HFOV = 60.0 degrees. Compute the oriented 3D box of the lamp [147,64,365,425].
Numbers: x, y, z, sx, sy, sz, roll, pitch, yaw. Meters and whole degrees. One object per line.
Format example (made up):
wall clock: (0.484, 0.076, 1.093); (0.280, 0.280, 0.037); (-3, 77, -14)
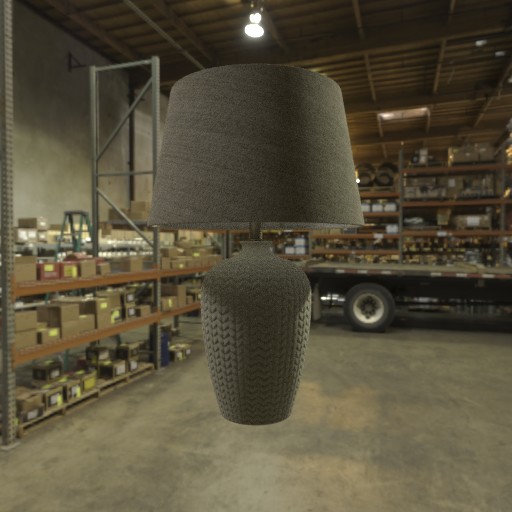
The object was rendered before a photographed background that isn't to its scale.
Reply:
lamp: (0.000, 0.000, 0.820); (0.390, 0.580, 0.390); (0, 2, 0)
